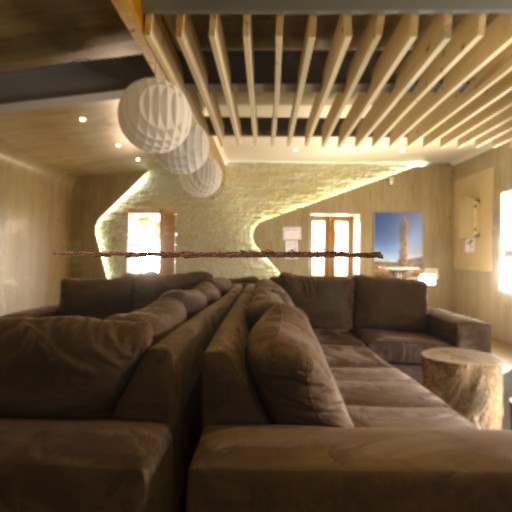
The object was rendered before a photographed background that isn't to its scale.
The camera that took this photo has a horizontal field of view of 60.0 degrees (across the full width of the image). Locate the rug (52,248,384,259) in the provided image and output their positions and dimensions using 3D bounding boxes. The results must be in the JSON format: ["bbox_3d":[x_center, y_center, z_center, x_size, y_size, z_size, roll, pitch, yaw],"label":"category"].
[{"bbox_3d":[0.000,0.000,2.666,1.469,0.040,2.025,0,-1,17],"label":"rug"}]
